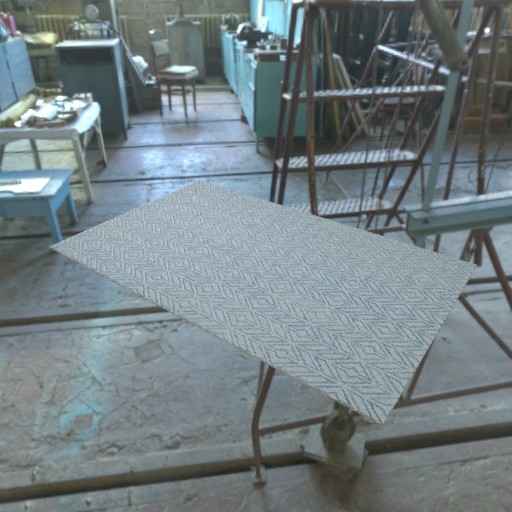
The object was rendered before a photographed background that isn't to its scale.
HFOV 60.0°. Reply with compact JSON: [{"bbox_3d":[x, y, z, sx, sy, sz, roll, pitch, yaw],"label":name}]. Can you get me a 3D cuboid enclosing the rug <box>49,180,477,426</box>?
[{"bbox_3d":[0.000,0.000,2.973,2.441,0.008,1.526,21,37,31],"label":"rug"}]
